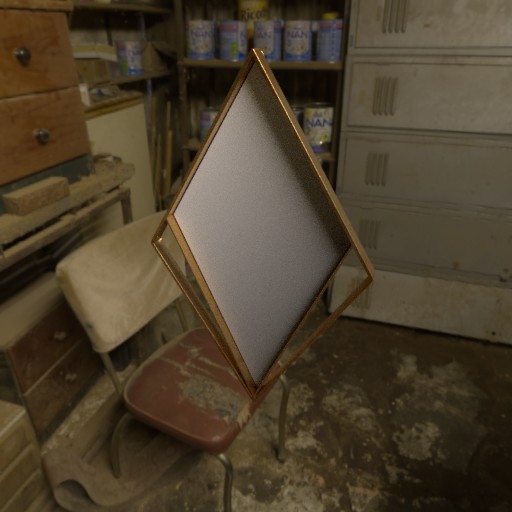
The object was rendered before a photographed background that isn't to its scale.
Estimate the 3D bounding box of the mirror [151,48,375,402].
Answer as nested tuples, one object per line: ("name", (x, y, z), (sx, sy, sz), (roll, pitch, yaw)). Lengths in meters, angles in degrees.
("mirror", (0.000, 0.000, 0.800), (0.419, 0.679, 0.032), (9, 28, 18))
